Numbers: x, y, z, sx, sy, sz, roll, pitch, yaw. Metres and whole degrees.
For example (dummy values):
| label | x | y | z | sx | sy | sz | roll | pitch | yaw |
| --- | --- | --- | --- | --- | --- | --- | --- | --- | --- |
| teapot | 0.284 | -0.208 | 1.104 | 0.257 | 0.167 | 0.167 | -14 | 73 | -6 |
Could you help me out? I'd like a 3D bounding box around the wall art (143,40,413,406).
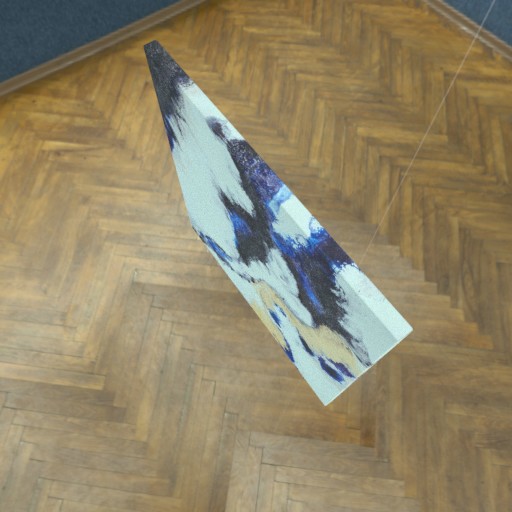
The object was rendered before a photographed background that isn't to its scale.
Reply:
| label | x | y | z | sx | sy | sz | roll | pitch | yaw |
| --- | --- | --- | --- | --- | --- | --- | --- | --- | --- |
| wall art | 0.000 | 0.000 | 1.312 | 0.038 | 0.885 | 0.887 | -33 | 69 | -14 |
